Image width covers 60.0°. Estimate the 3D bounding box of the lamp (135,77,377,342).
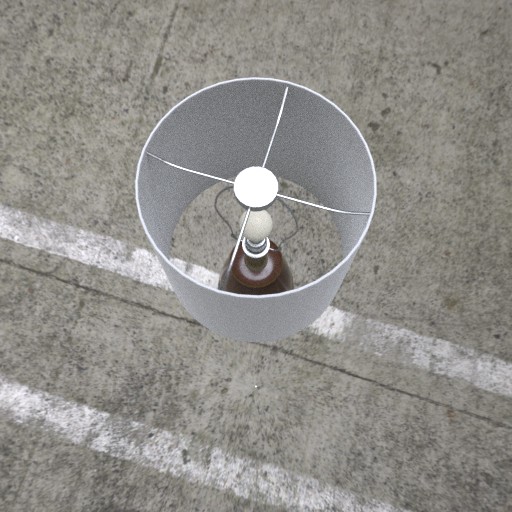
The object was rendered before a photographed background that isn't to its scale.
[{"bbox_3d":[0.000,0.000,0.478,0.186,0.369,0.186,0,74,0],"label":"lamp"}]
